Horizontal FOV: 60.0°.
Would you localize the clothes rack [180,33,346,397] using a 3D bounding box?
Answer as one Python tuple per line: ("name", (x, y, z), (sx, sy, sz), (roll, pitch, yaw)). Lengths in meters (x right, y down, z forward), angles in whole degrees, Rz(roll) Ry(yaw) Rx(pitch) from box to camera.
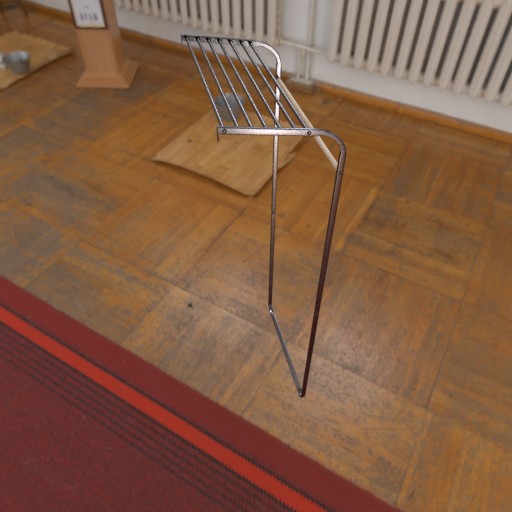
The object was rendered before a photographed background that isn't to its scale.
("clothes rack", (0.000, 0.000, 1.837), (0.349, 1.574, 0.609), (-11, 47, -10))
